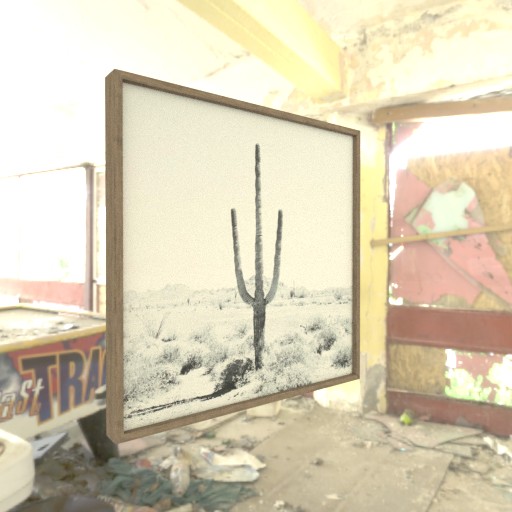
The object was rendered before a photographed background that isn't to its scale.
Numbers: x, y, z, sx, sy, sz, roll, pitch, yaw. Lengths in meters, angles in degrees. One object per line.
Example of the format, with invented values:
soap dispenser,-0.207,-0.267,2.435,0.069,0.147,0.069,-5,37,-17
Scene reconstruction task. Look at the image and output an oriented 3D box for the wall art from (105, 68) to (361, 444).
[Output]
wall art,0.000,0.000,0.768,0.508,0.508,0.038,-1,1,-37
